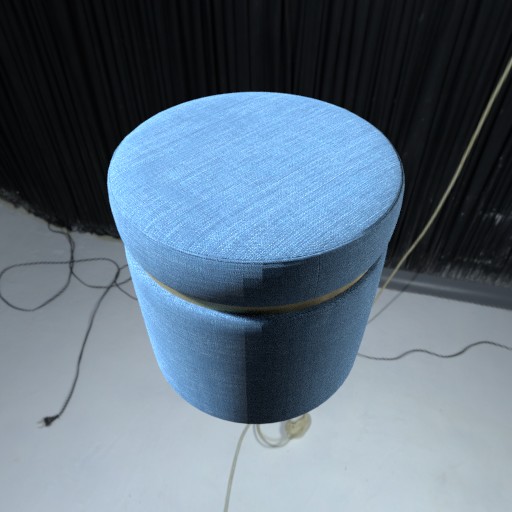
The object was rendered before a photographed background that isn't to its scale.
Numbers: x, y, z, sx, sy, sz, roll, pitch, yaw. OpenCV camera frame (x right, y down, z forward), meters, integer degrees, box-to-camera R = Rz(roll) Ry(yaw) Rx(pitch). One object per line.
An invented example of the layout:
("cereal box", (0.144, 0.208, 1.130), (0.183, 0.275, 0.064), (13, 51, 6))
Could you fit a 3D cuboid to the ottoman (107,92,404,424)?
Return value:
("ottoman", (0.000, 0.000, 0.729), (0.398, 0.406, 0.398), (0, 46, 0))
